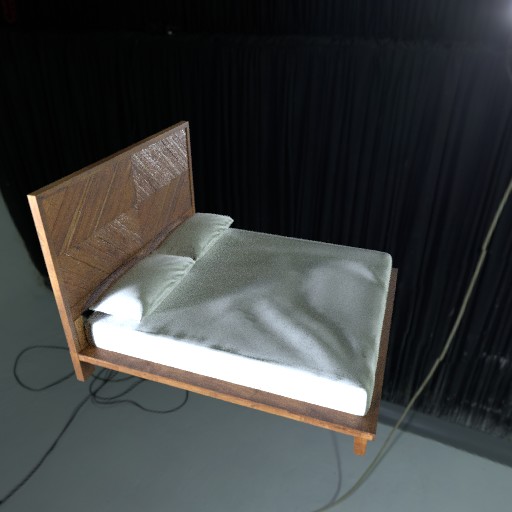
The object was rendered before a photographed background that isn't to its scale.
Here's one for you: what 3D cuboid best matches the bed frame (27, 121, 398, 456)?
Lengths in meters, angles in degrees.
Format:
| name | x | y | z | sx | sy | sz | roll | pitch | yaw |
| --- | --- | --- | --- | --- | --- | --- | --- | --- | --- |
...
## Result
| name | x | y | z | sx | sy | sz | roll | pitch | yaw |
| --- | --- | --- | --- | --- | --- | --- | --- | --- | --- |
| bed frame | 0.000 | 0.000 | 3.586 | 2.235 | 1.537 | 2.038 | 10 | 31 | 17 |
